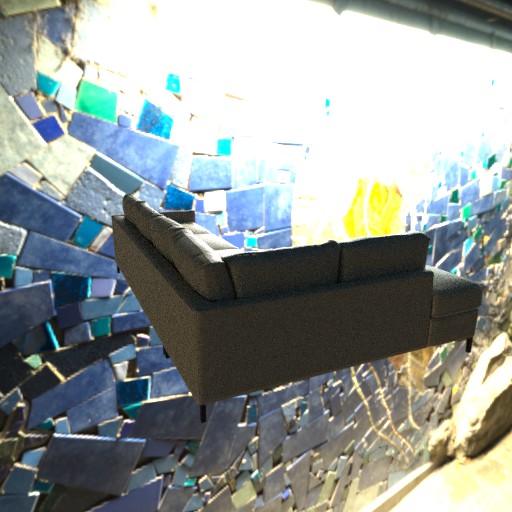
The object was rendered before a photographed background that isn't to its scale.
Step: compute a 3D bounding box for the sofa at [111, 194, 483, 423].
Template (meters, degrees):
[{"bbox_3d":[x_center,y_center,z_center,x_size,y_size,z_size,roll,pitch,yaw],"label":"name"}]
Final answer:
[{"bbox_3d":[0.000,0.000,3.104,1.617,0.703,2.423,-7,17,-24],"label":"sofa"}]
